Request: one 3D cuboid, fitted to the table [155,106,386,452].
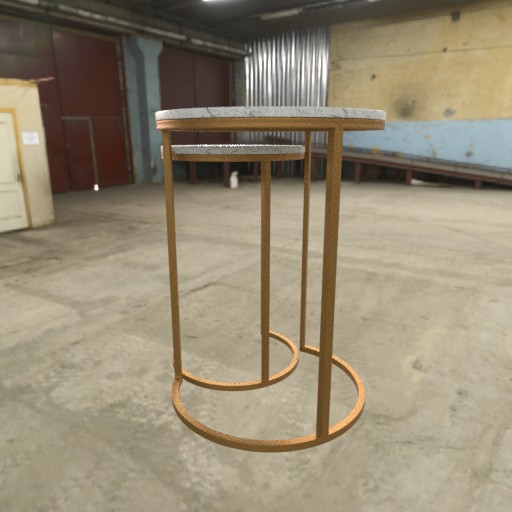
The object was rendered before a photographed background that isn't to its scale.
[{"bbox_3d":[0.000,0.000,0.909,0.400,0.550,0.507,-8,17,-27],"label":"table"}]
